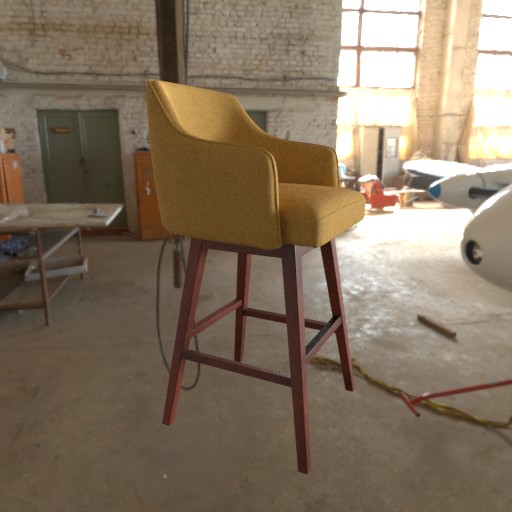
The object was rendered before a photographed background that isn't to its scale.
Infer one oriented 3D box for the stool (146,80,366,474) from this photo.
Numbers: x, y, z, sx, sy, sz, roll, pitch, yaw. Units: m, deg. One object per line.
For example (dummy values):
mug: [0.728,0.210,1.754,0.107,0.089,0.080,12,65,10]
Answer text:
stool: [0.000,0.000,1.357,0.558,1.012,0.548,7,16,26]
